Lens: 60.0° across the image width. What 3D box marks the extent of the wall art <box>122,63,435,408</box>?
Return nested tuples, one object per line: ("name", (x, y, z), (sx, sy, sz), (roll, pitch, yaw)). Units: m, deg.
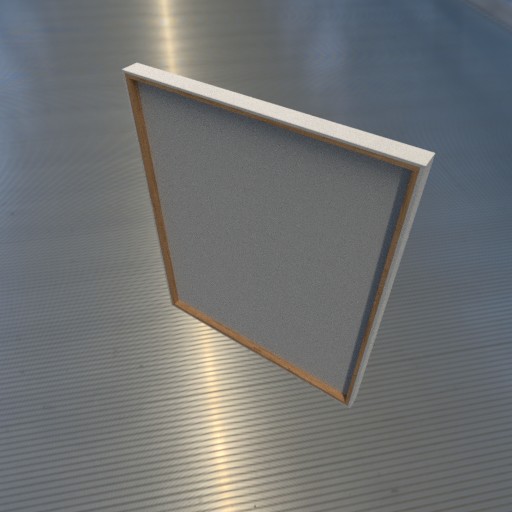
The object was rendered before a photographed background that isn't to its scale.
("wall art", (0.000, 0.000, 0.847), (0.508, 0.606, 0.037), (25, 50, 23))
